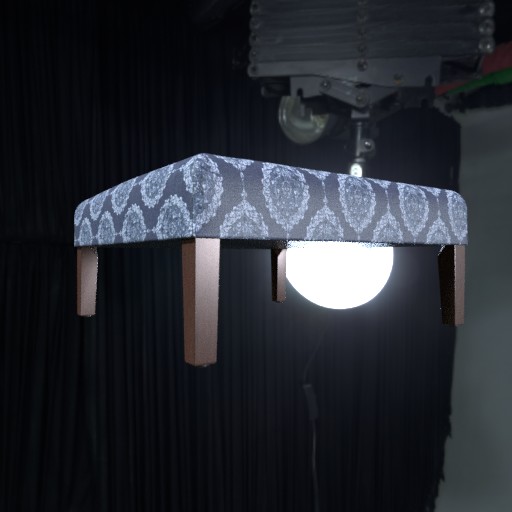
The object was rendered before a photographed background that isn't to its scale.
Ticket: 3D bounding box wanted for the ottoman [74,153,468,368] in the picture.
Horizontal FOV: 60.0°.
[{"bbox_3d":[0.000,0.000,1.389,0.889,0.409,0.890,0,0,-35],"label":"ottoman"}]
